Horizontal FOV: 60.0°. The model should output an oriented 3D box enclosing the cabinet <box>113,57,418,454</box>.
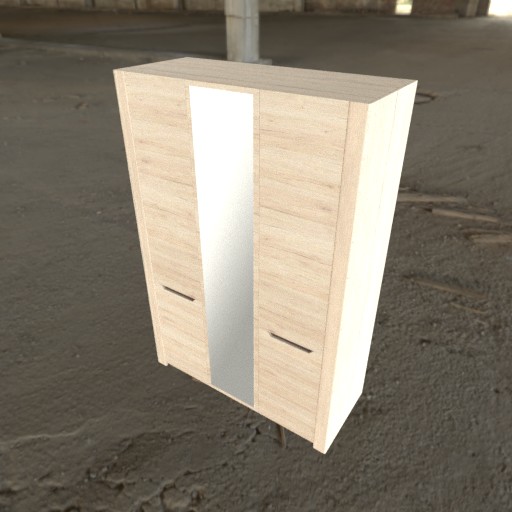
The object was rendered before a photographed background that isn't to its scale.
[{"bbox_3d":[0.000,0.000,2.700,1.400,2.070,0.580,19,36,28],"label":"cabinet"}]
